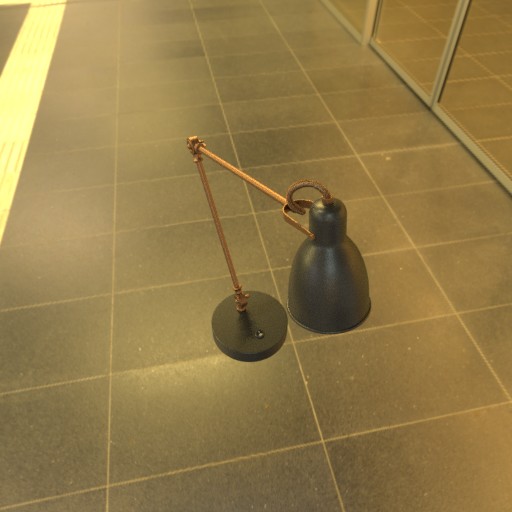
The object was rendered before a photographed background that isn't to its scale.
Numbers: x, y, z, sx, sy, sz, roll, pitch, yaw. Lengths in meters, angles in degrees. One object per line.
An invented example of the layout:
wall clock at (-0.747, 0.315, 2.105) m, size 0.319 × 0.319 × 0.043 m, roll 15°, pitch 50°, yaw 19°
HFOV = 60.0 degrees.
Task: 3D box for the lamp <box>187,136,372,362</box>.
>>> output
lamp at (0.000, 0.000, 0.879) m, size 0.187 × 0.587 × 0.561 m, roll -24°, pitch 51°, yaw -21°
